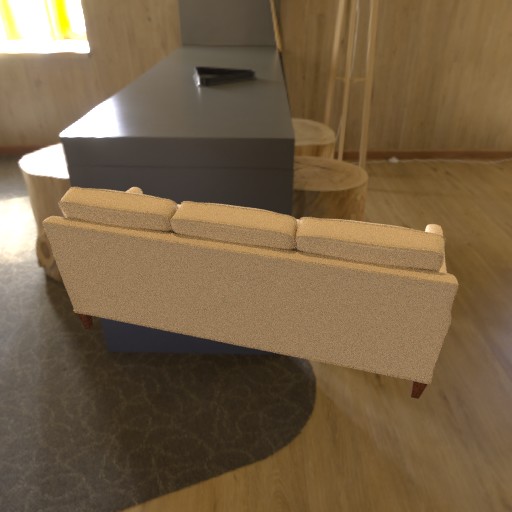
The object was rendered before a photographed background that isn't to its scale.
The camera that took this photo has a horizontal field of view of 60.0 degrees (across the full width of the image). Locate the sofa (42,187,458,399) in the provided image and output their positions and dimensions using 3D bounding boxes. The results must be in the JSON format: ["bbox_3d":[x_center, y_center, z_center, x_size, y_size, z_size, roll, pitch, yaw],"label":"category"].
[{"bbox_3d":[0.000,0.000,2.808,2.246,1.003,1.084,9,33,13],"label":"sofa"}]
